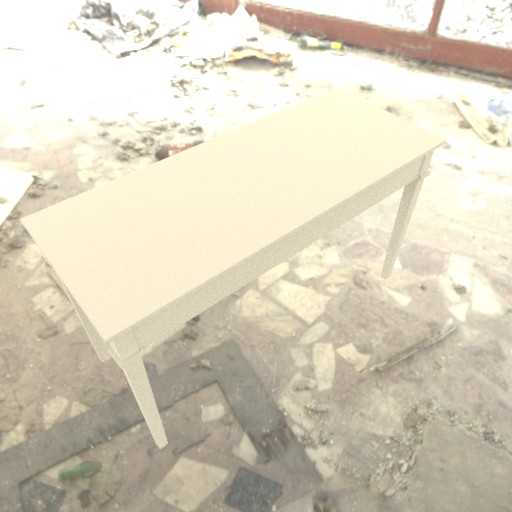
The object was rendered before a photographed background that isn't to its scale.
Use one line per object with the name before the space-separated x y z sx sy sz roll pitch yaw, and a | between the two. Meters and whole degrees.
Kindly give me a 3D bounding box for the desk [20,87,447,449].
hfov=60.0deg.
desk | 0.000 0.000 1.758 1.372 0.774 0.559 -31 53 -27
